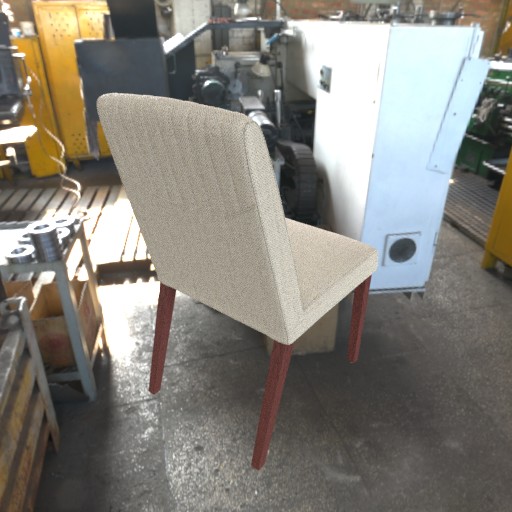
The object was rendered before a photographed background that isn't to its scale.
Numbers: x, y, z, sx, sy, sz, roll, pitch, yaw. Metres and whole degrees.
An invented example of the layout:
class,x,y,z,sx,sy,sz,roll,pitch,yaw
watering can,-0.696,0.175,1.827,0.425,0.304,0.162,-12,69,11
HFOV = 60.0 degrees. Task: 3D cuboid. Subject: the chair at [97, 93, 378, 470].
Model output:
class,x,y,z,sx,sy,sz,roll,pitch,yaw
chair,0.000,0.000,1.229,0.480,0.900,0.594,21,35,34
